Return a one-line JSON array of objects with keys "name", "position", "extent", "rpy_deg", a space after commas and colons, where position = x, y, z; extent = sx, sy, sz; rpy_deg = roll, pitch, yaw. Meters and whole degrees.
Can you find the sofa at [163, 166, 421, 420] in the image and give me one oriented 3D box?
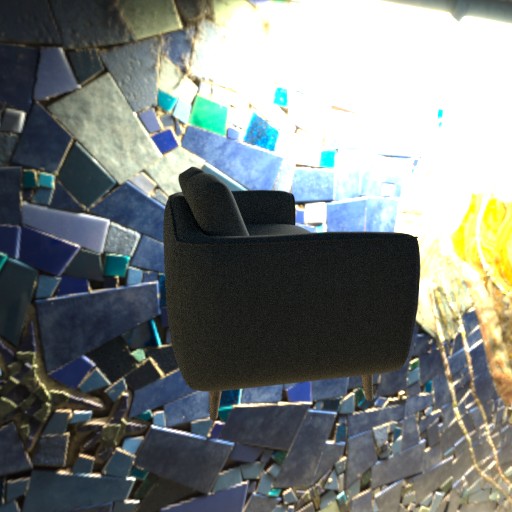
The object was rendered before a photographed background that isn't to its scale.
[{"name": "sofa", "position": [0.000, 0.000, 2.266], "extent": [0.920, 0.870, 1.700], "rpy_deg": [-3, 14, -12]}]
